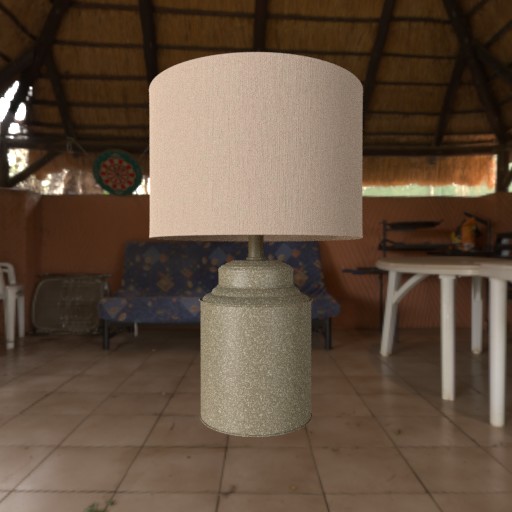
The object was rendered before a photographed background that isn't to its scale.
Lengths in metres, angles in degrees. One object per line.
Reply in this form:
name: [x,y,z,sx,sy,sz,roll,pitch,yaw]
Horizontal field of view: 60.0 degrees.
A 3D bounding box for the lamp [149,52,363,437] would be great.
lamp: [0.000,0.000,0.680,0.318,0.486,0.318,0,1,0]
